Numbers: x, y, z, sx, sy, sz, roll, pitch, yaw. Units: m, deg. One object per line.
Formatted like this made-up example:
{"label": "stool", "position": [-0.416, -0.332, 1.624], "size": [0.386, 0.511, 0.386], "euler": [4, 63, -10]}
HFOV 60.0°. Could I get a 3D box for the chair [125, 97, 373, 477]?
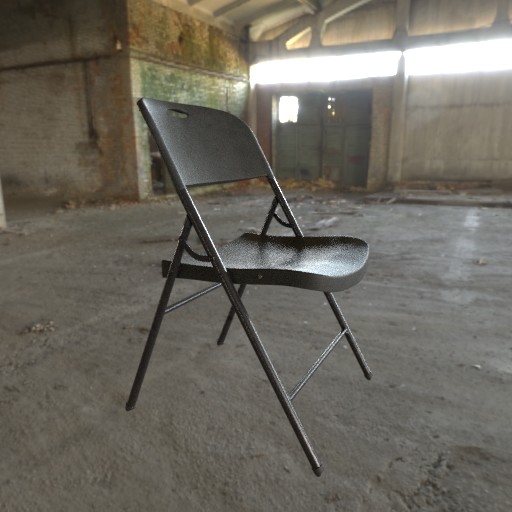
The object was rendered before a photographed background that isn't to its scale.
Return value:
{"label": "chair", "position": [0.000, 0.000, 1.188], "size": [0.567, 0.810, 0.494], "euler": [7, 15, 26]}
